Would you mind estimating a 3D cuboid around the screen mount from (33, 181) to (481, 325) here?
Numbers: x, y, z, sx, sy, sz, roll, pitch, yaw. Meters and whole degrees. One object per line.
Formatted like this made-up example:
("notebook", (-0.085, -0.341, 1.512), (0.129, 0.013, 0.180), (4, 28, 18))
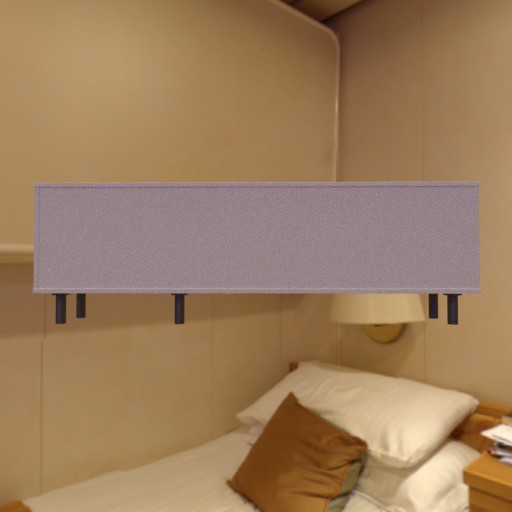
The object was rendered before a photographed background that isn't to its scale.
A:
("screen mount", (0.000, 0.000, 1.793), (1.600, 0.520, 0.418), (0, -1, 1))
